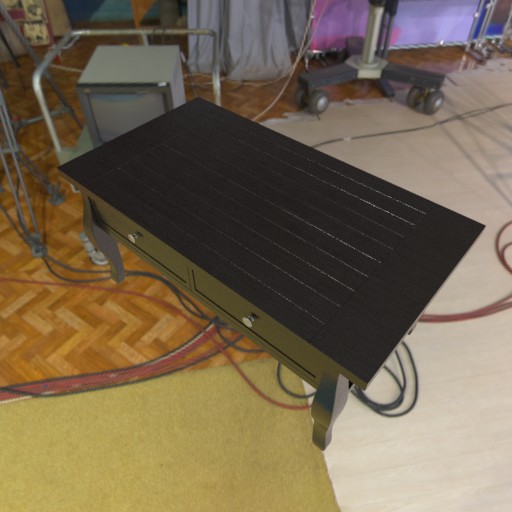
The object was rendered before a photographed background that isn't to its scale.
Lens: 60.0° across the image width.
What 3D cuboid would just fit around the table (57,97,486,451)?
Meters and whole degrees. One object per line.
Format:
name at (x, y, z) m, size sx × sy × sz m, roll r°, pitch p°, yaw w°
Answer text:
table at (0.000, 0.000, 1.406) m, size 1.062 × 0.494 × 0.600 m, roll 32°, pitch 54°, yaw 27°
